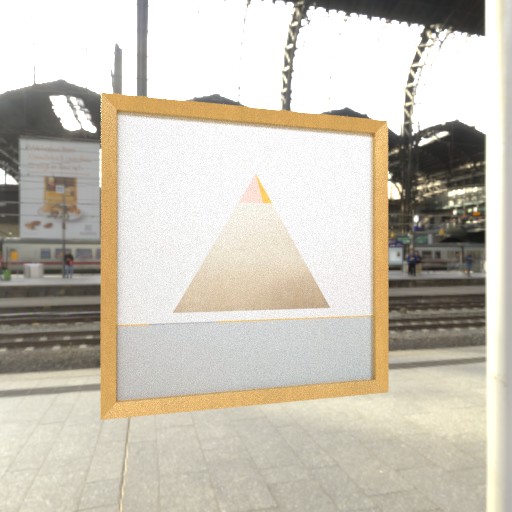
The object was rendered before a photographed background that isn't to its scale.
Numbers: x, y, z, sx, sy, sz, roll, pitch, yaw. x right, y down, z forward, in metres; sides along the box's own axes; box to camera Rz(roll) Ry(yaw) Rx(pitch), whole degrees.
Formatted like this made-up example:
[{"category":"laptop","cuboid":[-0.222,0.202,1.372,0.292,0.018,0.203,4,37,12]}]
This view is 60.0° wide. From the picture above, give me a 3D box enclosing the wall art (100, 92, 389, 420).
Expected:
[{"category":"wall art","cuboid":[0.000,0.000,2.933,1.935,1.936,0.097,0,0,-16]}]
